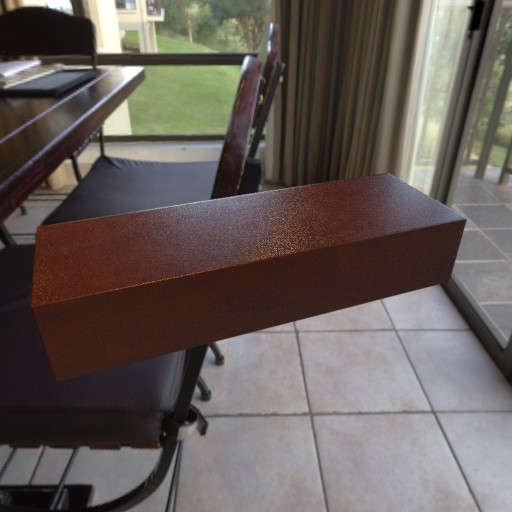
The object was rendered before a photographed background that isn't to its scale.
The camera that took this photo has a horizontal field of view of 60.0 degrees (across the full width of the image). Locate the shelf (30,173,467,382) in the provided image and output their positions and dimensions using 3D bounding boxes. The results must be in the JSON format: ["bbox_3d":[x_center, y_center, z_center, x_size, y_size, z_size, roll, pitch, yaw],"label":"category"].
[{"bbox_3d":[0.000,0.000,0.519,0.457,0.088,0.152,-11,33,-18],"label":"shelf"}]
